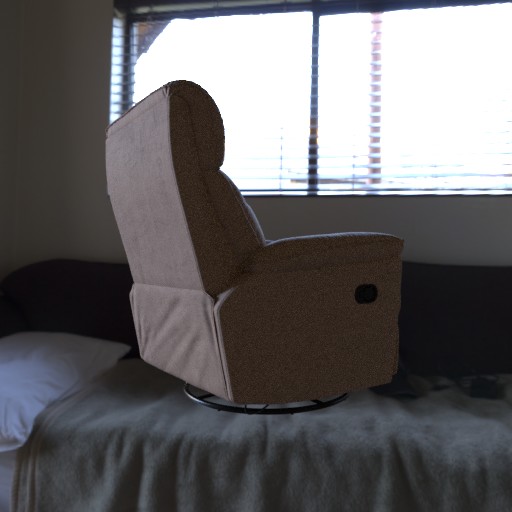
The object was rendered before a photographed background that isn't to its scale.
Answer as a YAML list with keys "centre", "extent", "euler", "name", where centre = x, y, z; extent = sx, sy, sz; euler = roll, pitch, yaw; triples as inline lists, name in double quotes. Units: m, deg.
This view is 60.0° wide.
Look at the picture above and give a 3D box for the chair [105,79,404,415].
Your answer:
- centre: [0.000, 0.000, 1.721]
  extent: [1.004, 1.037, 0.820]
  euler: [0, -1, -36]
  name: "chair"
